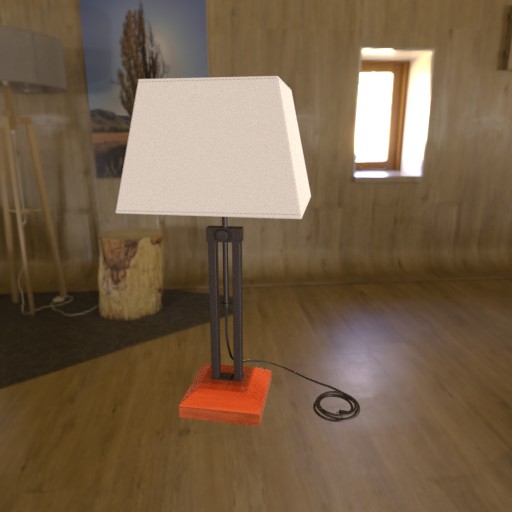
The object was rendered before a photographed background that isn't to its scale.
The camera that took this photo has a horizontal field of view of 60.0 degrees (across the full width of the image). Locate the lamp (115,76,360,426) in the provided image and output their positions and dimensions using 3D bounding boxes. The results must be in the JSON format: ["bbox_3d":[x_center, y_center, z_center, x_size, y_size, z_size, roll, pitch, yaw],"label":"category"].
[{"bbox_3d":[0.000,0.000,0.988,0.498,0.737,0.310,3,15,10],"label":"lamp"}]
